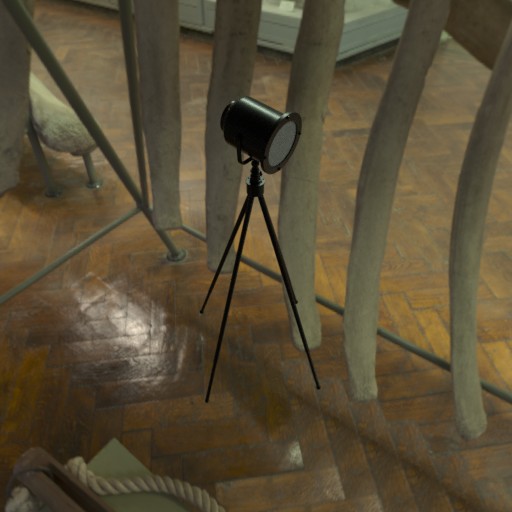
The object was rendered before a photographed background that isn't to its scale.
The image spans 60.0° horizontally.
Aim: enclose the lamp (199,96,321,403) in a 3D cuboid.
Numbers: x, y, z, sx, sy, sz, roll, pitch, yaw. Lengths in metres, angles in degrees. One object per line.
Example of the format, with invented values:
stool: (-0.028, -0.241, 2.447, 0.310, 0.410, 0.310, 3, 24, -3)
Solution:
lamp: (0.000, 0.000, 2.085, 0.884, 1.504, 0.879, 28, 51, 26)
